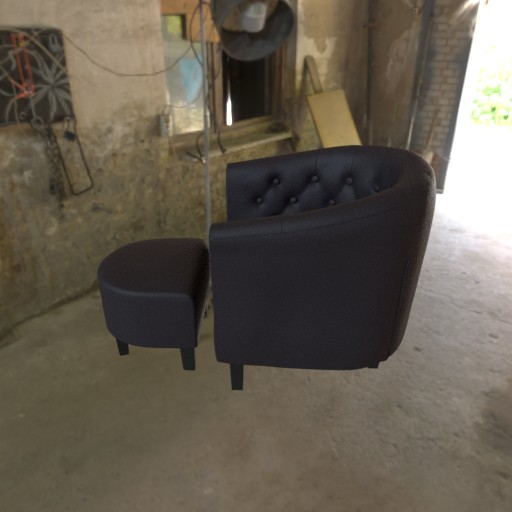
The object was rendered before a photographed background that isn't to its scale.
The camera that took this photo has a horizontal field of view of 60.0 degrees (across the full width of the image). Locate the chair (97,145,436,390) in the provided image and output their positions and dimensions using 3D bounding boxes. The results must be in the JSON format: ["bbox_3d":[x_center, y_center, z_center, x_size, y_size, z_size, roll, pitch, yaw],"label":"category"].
[{"bbox_3d":[0.000,0.000,1.665,1.191,0.760,0.763,0,27,1],"label":"chair"}]
